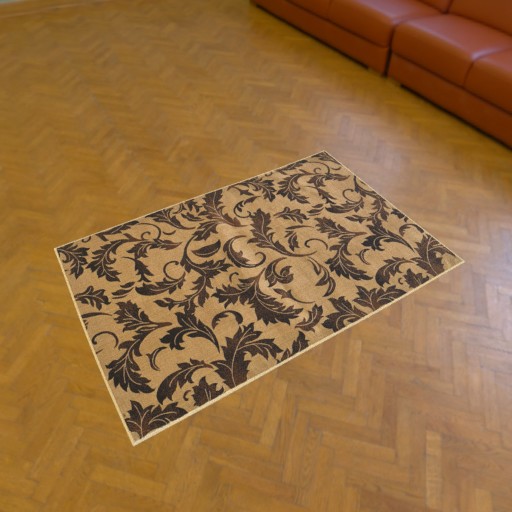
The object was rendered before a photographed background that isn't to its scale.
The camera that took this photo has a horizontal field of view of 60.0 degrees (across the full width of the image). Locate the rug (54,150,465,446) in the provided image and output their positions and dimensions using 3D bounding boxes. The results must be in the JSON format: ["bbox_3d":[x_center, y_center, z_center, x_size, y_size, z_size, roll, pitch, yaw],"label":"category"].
[{"bbox_3d":[0.000,0.000,2.929,2.284,0.008,1.522,-24,51,-21],"label":"rug"}]
